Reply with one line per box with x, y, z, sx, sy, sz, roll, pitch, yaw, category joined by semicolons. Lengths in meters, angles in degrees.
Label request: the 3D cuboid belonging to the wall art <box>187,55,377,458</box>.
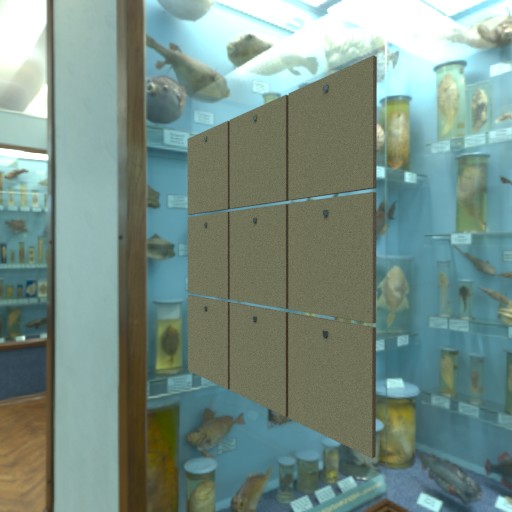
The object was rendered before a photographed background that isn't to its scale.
0.000;0.000;1.363;0.018;0.904;0.906;0;1;-36;wall art
